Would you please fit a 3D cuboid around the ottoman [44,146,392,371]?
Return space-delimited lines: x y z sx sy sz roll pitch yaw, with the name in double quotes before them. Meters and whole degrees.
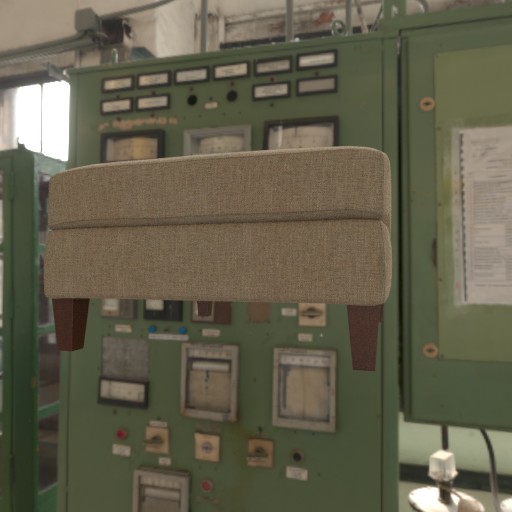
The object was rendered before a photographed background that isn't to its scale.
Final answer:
"ottoman" 0.000 0.000 1.429 0.836 0.492 0.976 -1 -2 17
